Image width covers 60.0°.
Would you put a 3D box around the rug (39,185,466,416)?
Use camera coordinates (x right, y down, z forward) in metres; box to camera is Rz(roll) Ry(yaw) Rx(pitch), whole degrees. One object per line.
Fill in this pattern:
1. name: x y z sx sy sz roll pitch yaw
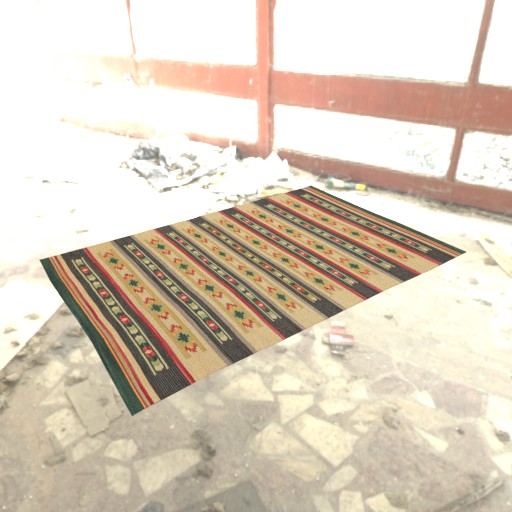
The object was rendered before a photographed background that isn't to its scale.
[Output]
1. rug: 0.000 0.000 2.860 2.311 0.010 1.522 -19 35 -30
